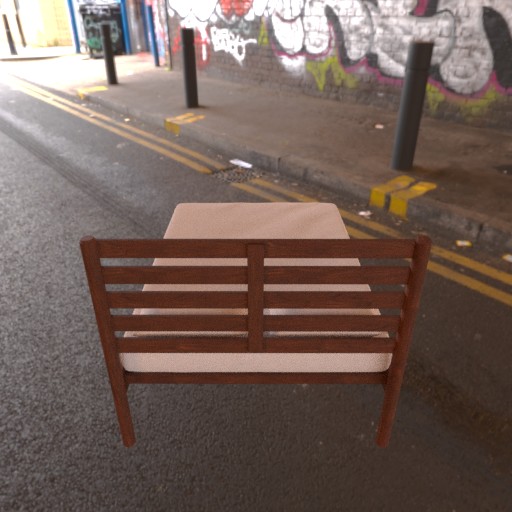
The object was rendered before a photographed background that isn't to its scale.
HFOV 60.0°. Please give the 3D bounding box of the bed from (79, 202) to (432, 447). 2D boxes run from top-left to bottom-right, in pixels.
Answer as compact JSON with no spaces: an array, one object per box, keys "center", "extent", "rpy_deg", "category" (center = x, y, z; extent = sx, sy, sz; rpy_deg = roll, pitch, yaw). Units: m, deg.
[{"center":[0.000,0.000,3.093],"extent":[1.509,1.304,2.093],"rpy_deg":[0,29,0],"category":"bed"}]
